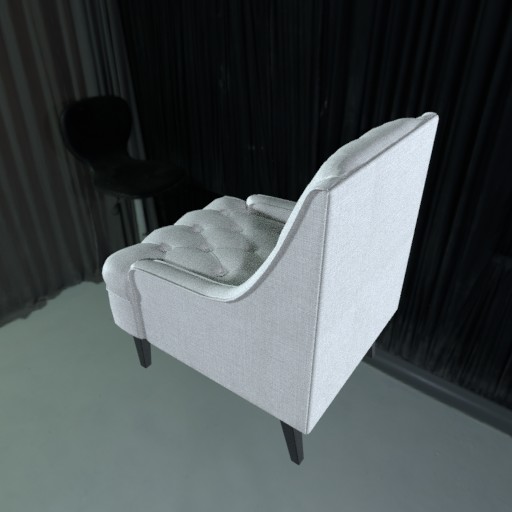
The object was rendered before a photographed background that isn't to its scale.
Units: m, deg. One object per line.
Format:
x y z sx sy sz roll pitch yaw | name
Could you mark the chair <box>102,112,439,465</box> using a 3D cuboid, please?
0.000 0.000 1.399 0.772 0.891 0.658 21 38 30 | chair
